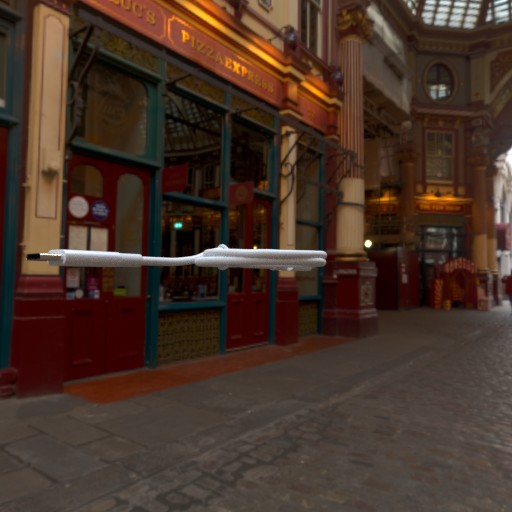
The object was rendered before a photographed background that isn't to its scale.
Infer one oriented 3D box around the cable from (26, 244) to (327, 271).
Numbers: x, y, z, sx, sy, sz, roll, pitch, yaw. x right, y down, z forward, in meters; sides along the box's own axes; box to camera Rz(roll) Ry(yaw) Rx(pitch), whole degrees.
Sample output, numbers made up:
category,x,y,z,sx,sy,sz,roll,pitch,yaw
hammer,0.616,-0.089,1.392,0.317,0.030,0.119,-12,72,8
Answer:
category,x,y,z,sx,sy,sz,roll,pitch,yaw
cable,0.000,0.000,0.230,0.070,0.014,0.203,-2,-3,37
